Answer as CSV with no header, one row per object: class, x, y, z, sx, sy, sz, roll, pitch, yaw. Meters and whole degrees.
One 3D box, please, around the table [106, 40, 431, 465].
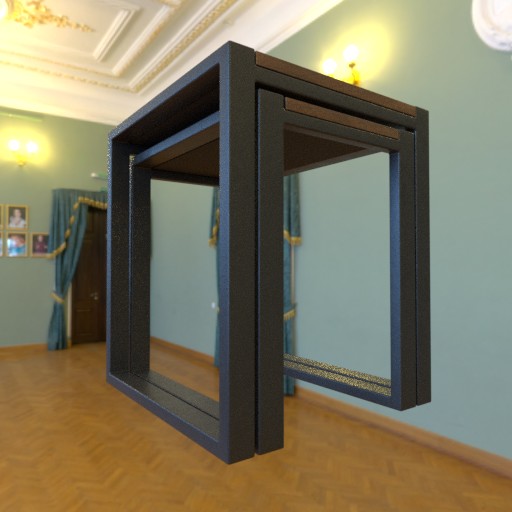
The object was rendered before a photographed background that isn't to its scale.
table,0.000,0.000,0.903,0.449,0.550,0.500,1,-2,-36
